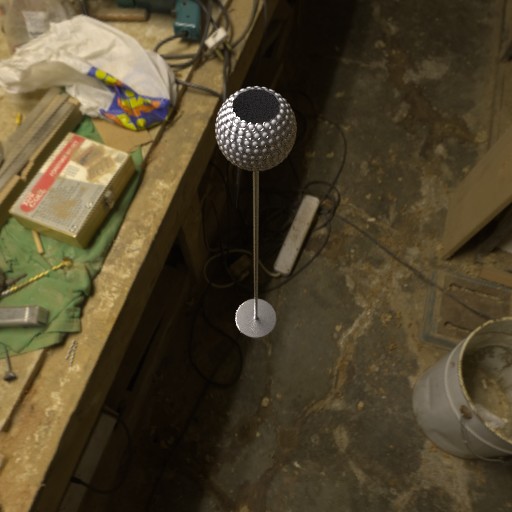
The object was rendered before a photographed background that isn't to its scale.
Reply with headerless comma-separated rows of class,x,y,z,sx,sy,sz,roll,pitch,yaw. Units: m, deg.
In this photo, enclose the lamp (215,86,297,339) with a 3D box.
lamp,0.000,0.000,1.978,0.254,1.805,0.254,0,64,0
